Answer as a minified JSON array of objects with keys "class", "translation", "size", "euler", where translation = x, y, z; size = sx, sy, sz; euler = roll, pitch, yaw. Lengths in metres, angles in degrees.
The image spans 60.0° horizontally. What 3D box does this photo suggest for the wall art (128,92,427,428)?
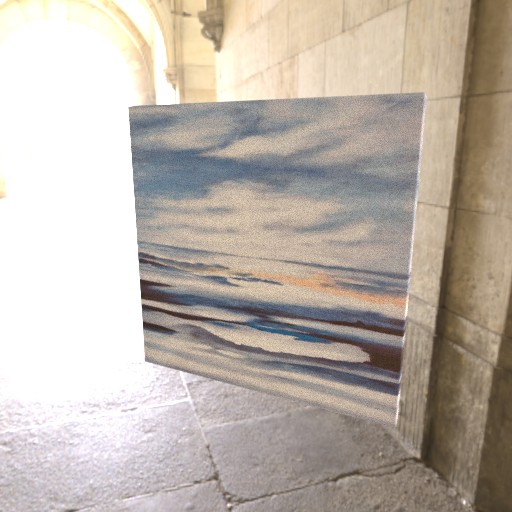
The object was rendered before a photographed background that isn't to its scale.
[{"class":"wall art","translation":[0.000,0.000,1.125],"size":[0.747,0.747,0.035],"euler":[7,16,25]}]
